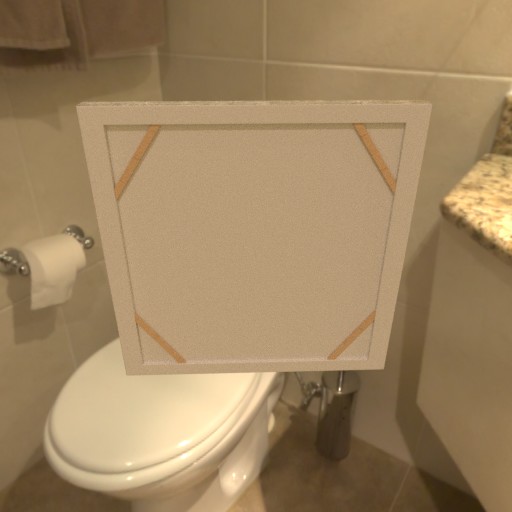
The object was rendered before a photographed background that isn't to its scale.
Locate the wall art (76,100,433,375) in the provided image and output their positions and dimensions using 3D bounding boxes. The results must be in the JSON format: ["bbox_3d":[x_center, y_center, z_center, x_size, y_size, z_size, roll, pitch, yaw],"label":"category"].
[{"bbox_3d":[0.000,0.000,0.919,0.610,0.610,0.038,-1,29,-2],"label":"wall art"}]
